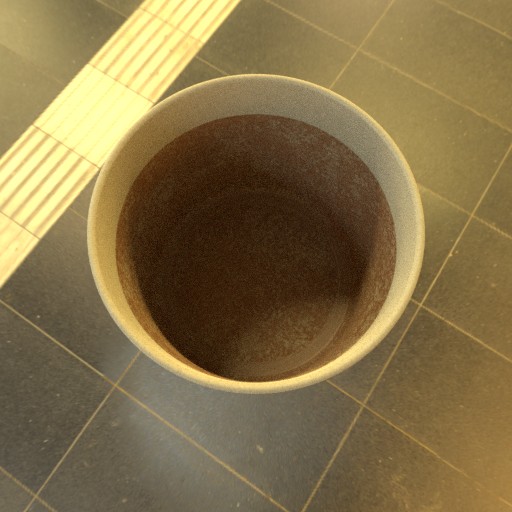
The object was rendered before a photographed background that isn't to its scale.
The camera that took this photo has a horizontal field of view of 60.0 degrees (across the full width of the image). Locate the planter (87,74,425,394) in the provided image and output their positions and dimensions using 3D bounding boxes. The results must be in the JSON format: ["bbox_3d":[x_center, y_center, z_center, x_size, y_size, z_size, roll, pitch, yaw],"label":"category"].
[{"bbox_3d":[0.000,0.000,0.274,0.159,0.138,0.159,0,74,0],"label":"planter"}]
